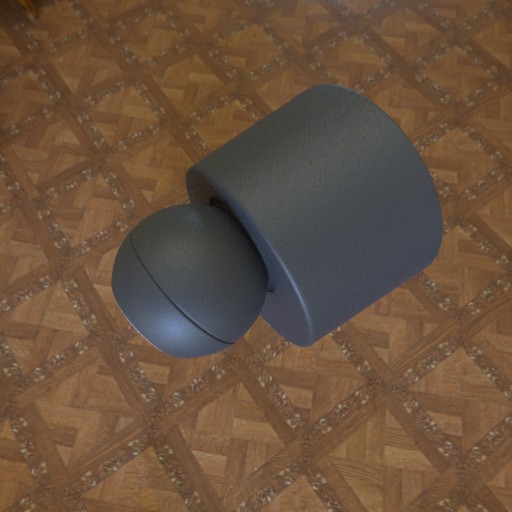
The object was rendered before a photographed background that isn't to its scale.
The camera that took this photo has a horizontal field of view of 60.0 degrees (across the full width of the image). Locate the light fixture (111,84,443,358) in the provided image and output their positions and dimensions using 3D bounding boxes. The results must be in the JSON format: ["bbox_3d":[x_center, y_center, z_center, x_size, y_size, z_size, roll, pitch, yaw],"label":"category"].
[{"bbox_3d":[0.000,0.000,0.267,0.160,0.143,0.134,-34,69,-15],"label":"light fixture"}]
